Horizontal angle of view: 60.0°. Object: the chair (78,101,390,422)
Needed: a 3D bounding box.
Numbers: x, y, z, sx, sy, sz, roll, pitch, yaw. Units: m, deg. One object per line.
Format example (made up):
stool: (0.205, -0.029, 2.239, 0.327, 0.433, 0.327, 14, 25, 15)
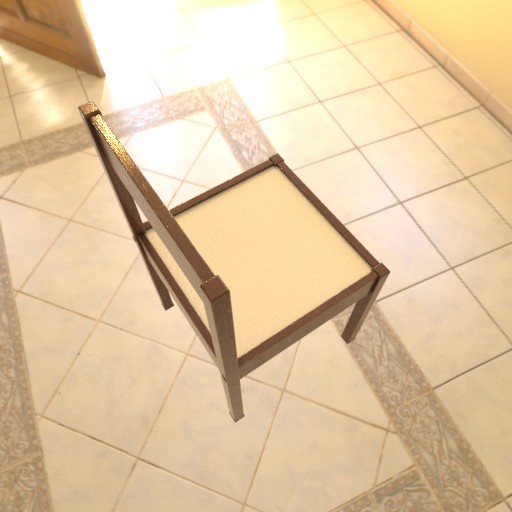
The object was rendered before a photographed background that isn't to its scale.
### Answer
chair: (0.000, 0.000, 0.681, 0.285, 0.505, 0.285, -30, 63, -17)
